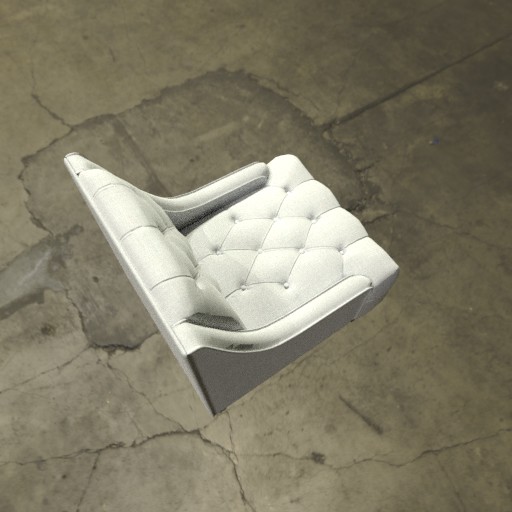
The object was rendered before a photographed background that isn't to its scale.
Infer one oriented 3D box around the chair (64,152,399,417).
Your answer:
[{"bbox_3d":[0.000,0.000,1.480,0.772,0.891,0.658,-31,65,-16],"label":"chair"}]
